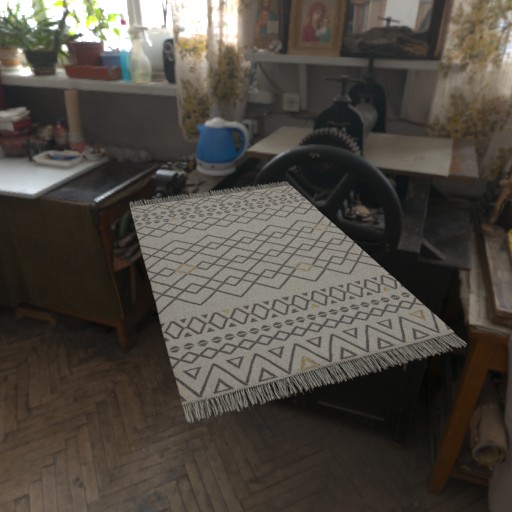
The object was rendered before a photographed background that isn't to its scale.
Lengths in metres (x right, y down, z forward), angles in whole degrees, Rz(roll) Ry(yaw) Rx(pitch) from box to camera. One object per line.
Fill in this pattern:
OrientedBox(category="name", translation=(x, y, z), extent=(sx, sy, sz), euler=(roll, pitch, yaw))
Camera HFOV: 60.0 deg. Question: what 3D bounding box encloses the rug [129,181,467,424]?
OrientedBox(category="rug", translation=(0.000, 0.000, 3.096), extent=(1.495, 0.035, 2.472), euler=(-10, 32, -17))
